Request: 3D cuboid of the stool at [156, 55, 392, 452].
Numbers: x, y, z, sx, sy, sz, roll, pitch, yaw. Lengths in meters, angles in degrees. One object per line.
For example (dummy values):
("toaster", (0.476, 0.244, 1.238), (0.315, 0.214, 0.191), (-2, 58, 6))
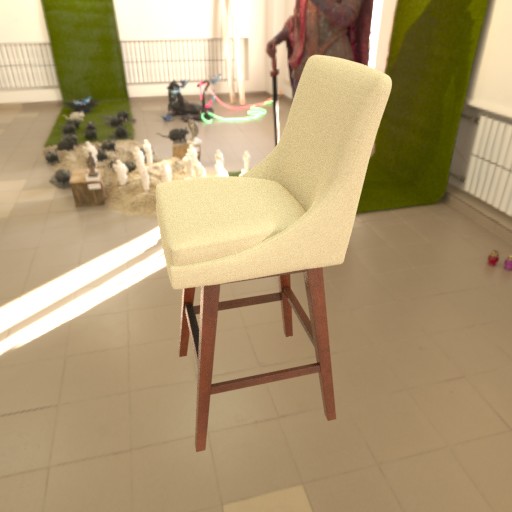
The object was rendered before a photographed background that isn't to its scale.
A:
("stool", (0.000, 0.000, 1.373), (0.559, 1.097, 0.470), (-8, 31, -13))
